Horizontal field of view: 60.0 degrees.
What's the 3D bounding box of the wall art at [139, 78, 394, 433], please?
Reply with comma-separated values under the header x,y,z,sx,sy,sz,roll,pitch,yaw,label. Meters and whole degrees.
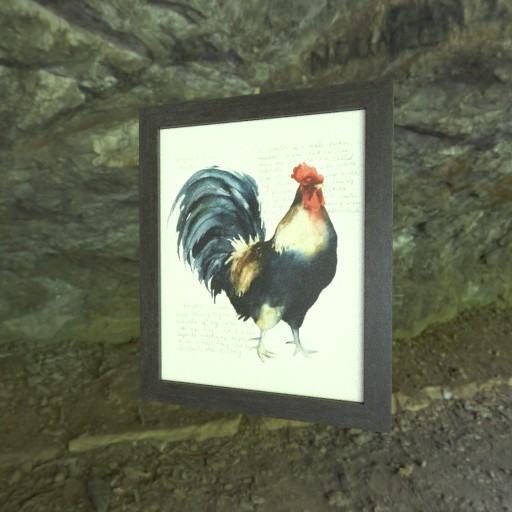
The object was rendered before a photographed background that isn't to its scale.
x,y,z,sx,sy,sz,roll,pitch,yaw,label
0.000,0.000,0.813,0.479,0.580,0.027,1,2,19,wall art
